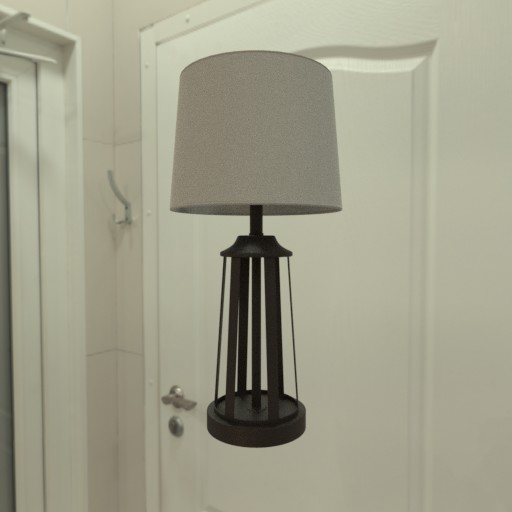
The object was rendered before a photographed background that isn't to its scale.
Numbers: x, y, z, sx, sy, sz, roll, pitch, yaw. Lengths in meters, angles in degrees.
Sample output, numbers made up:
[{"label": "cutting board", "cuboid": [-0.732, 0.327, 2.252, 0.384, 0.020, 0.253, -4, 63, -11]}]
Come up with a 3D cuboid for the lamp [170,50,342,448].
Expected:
[{"label": "lamp", "cuboid": [0.000, 0.000, 0.658, 0.251, 0.509, 0.251, 0, 2, 0]}]
